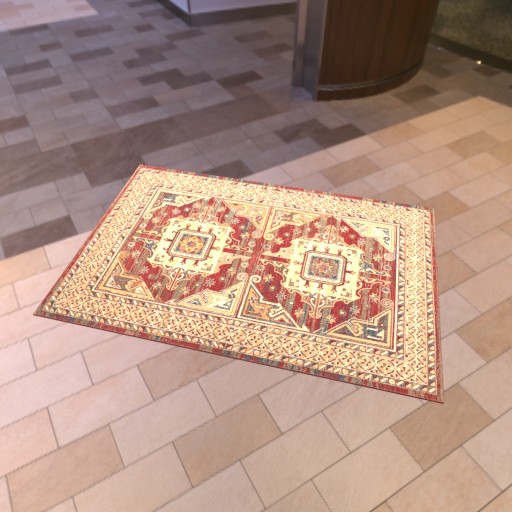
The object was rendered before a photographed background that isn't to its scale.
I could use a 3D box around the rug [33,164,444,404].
[{"bbox_3d":[0.000,0.000,5.778,4.578,0.033,3.033,10,48,9],"label":"rug"}]
